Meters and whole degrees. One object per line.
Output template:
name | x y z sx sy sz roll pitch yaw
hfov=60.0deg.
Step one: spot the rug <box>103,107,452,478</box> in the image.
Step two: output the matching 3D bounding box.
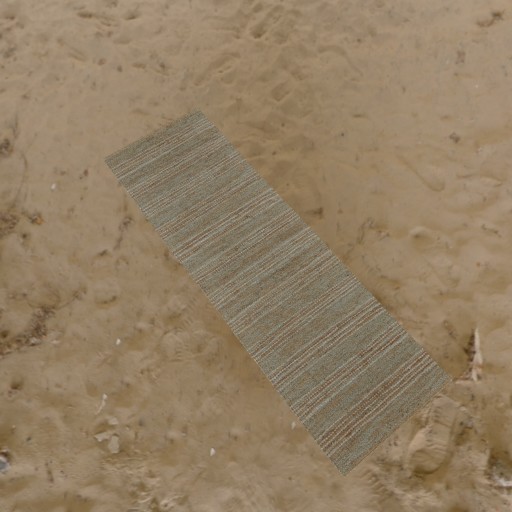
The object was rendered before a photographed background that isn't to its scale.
rug | 0.000 0.000 2.690 0.783 0.006 2.438 -34 68 -16
